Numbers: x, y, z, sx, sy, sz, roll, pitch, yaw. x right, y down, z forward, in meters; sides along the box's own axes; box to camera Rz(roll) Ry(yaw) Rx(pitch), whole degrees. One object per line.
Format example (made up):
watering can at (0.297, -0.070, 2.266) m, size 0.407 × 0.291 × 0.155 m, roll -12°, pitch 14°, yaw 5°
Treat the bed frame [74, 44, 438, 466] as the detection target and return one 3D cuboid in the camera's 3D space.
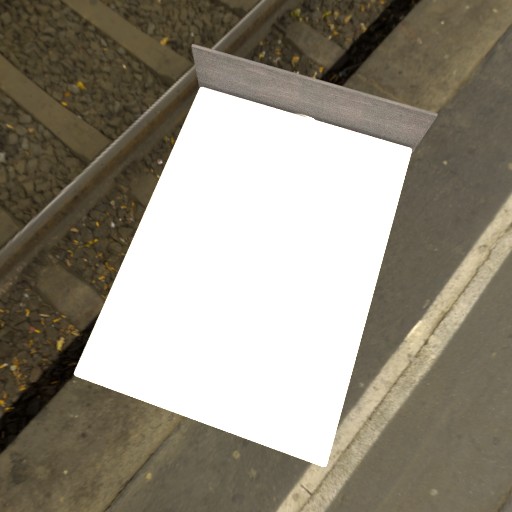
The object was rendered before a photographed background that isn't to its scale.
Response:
bed frame at (0.000, 0.000, 2.556) m, size 1.400 × 0.800 × 1.900 m, roll 18°, pitch 74°, yaw 5°
